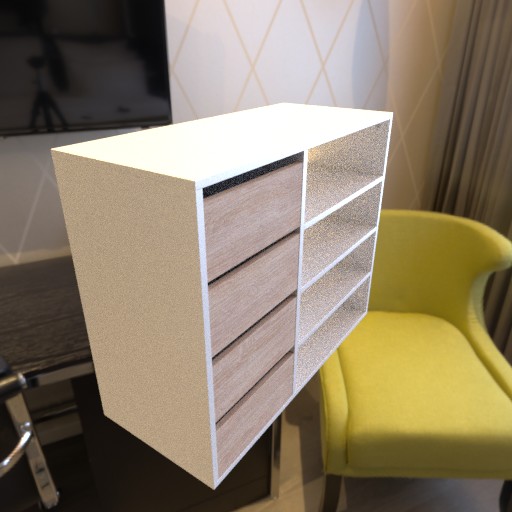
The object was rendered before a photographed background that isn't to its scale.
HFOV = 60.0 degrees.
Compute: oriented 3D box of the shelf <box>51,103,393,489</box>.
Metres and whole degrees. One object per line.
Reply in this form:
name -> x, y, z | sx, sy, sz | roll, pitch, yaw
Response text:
shelf -> 0.000, 0.000, 1.291 | 0.396, 0.732, 0.895 | 17, 31, 31
